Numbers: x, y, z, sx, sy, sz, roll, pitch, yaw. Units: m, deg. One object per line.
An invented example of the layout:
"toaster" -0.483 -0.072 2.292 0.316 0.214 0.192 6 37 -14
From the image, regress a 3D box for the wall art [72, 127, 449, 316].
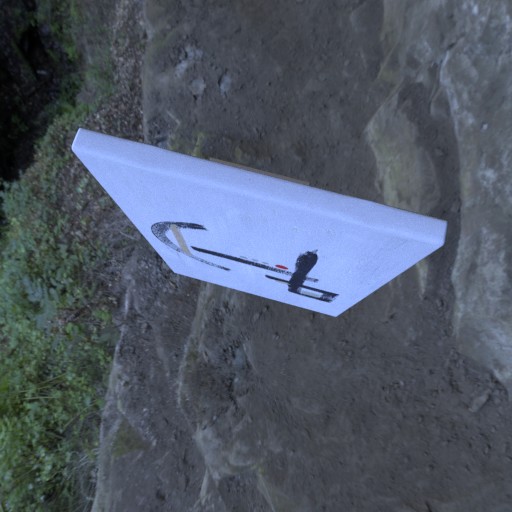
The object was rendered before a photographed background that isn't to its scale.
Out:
"wall art" 0.000 0.000 1.133 0.602 0.916 0.048 15 76 4
